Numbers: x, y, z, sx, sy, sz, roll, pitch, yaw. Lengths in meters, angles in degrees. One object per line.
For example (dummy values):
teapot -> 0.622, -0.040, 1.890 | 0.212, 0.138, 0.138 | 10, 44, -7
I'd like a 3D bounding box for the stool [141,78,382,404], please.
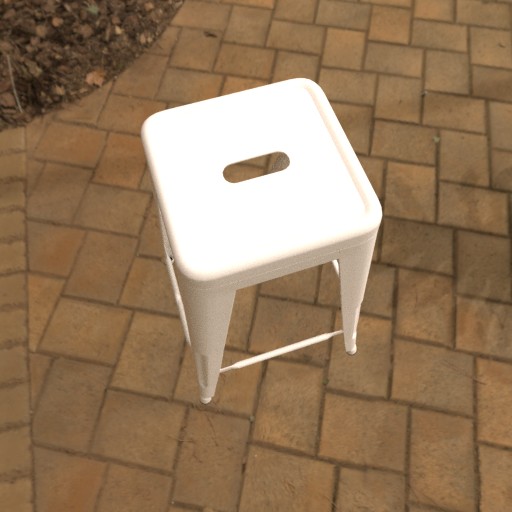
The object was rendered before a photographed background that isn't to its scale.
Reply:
stool -> 0.000, 0.000, 0.886 | 0.406, 0.610, 0.406 | -17, 67, -7
